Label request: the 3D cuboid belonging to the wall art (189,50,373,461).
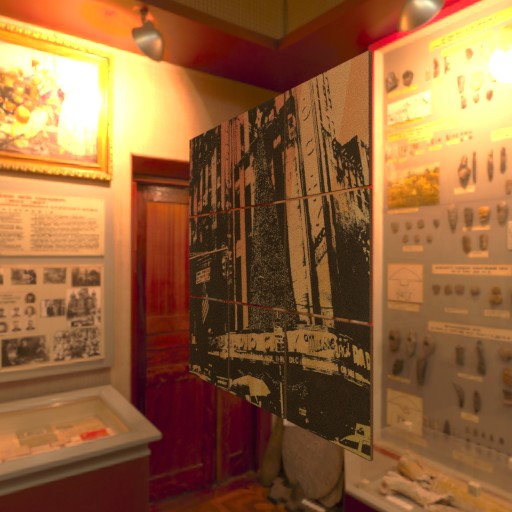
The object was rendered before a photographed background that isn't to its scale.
[{"bbox_3d":[0.000,0.000,1.814,0.013,1.216,1.216,0,0,-34],"label":"wall art"}]
